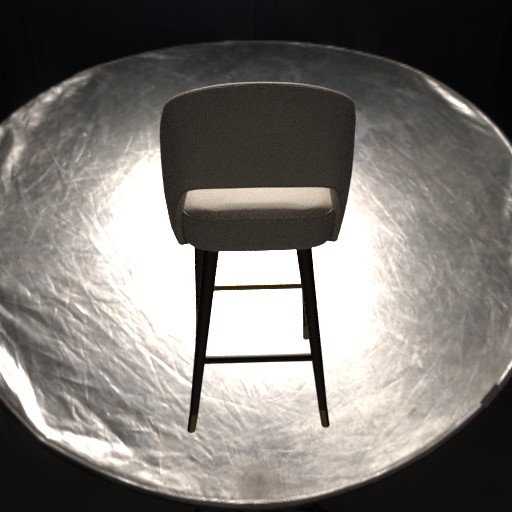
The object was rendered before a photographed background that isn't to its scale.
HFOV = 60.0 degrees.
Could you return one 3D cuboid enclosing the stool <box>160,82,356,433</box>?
[{"bbox_3d":[0.000,0.000,1.323,0.494,1.037,0.509,-1,29,-2],"label":"stool"}]
